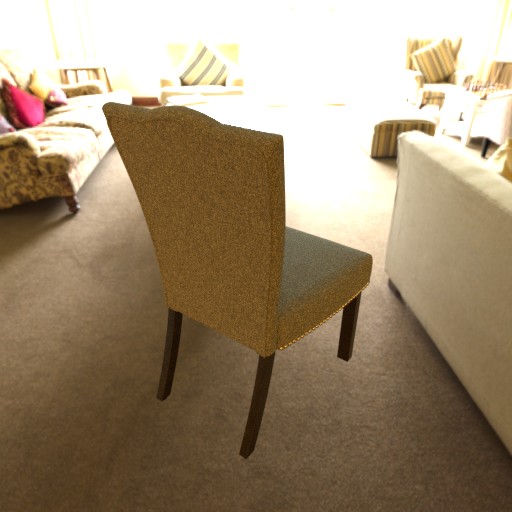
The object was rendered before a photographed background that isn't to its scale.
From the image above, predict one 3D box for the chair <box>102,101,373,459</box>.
[{"bbox_3d":[0.000,0.000,1.315,0.518,0.946,0.589,21,36,31],"label":"chair"}]
